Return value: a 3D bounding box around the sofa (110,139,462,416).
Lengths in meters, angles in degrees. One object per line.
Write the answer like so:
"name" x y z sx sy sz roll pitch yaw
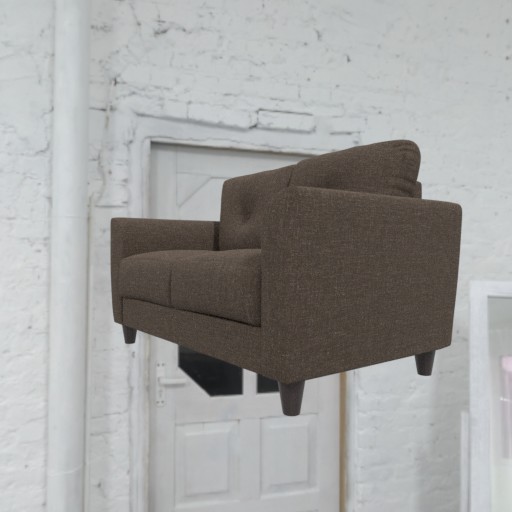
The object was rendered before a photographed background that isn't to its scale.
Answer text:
"sofa" 0.000 0.000 1.945 0.851 0.885 1.423 0 1 -37
